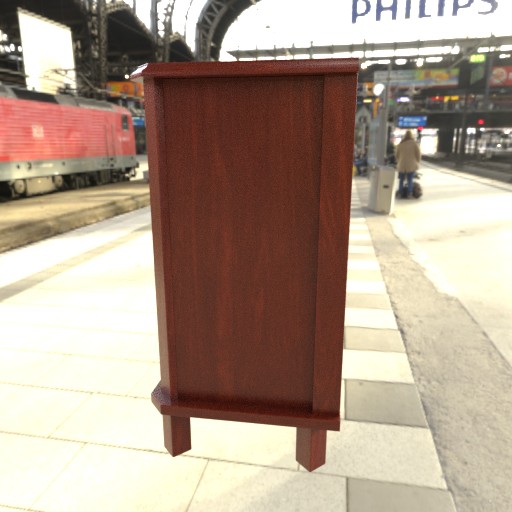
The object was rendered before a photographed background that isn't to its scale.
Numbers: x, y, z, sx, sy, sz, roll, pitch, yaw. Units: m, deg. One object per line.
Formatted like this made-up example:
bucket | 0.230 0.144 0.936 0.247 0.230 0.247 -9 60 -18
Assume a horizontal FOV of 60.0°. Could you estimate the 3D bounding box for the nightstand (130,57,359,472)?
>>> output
nightstand | 0.000 0.000 0.916 0.351 0.681 0.435 2 14 8
